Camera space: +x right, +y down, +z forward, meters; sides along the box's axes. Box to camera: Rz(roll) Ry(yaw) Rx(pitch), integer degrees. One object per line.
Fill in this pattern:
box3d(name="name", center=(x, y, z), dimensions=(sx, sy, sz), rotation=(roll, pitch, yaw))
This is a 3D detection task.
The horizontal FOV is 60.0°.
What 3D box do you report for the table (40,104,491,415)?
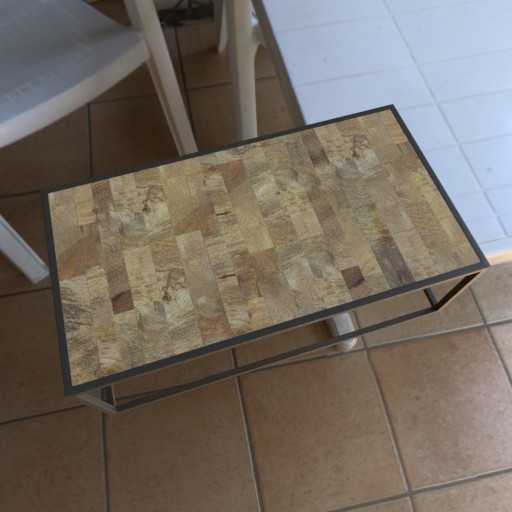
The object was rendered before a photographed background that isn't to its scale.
box3d(name="table", center=(0.000, 0.000, 1.495), dimensions=(1.199, 0.398, 0.649), rotation=(-16, 65, -8))
